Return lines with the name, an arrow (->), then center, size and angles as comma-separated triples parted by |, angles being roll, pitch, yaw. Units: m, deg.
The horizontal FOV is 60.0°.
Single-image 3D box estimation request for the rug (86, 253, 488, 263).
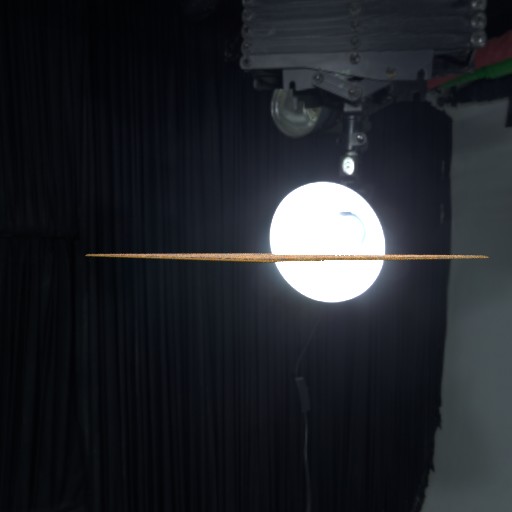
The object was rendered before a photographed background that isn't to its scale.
rug -> 0.000, 0.000, 3.780 | 2.043, 0.019, 2.916 | -1, 1, -36
